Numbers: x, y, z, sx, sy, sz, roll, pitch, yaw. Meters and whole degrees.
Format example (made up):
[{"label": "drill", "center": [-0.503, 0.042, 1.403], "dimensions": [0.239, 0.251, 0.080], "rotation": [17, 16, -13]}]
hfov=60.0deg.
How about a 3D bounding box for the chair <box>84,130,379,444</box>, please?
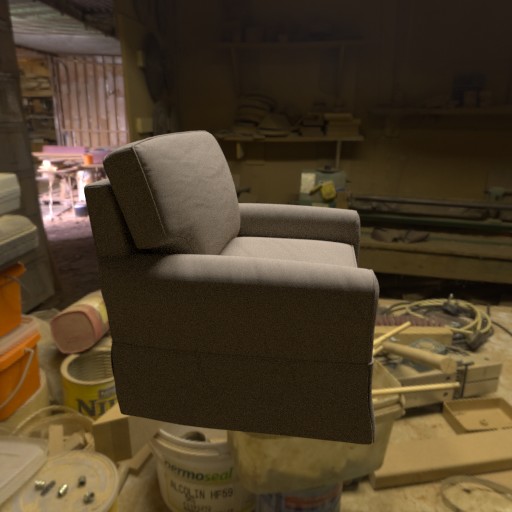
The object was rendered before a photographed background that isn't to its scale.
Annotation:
[{"label": "chair", "center": [0.000, 0.000, 1.894], "dimensions": [0.988, 1.017, 1.135], "rotation": [3, 18, 9]}]
